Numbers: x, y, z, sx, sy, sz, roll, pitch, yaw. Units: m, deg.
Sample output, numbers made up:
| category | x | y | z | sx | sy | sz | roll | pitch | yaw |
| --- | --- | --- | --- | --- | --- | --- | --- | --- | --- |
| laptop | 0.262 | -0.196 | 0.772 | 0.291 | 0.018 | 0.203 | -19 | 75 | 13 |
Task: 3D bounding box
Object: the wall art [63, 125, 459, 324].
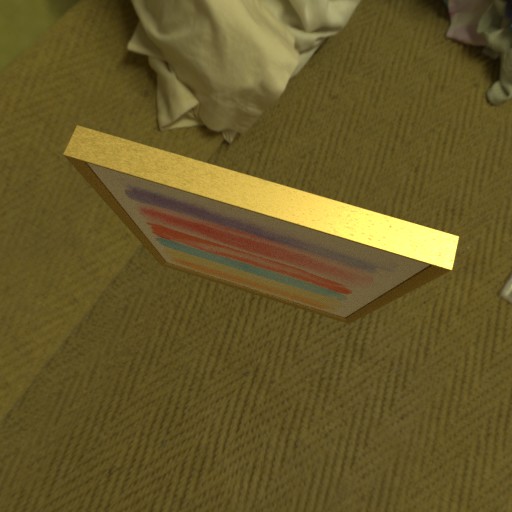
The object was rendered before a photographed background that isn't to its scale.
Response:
| category | x | y | z | sx | sy | sz | roll | pitch | yaw |
| --- | --- | --- | --- | --- | --- | --- | --- | --- | --- |
| wall art | 0.000 | 0.000 | 0.899 | 0.537 | 0.642 | 0.048 | 17 | 76 | 4 |
